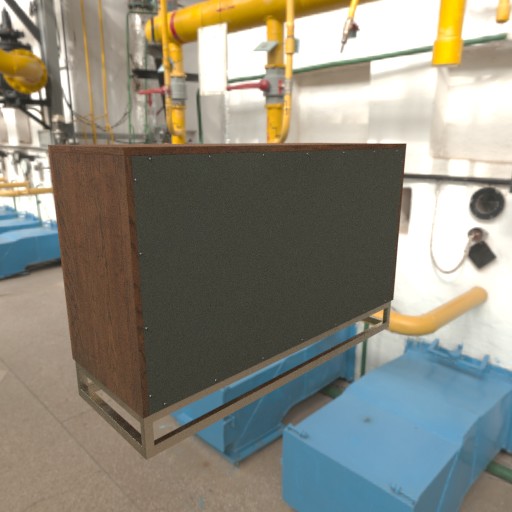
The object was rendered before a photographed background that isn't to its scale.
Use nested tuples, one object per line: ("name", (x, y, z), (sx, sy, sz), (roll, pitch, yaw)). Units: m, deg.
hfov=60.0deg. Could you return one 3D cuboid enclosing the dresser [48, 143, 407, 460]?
("dresser", (0.000, 0.000, 2.167), (1.646, 1.061, 0.623), (-14, 20, -42))
